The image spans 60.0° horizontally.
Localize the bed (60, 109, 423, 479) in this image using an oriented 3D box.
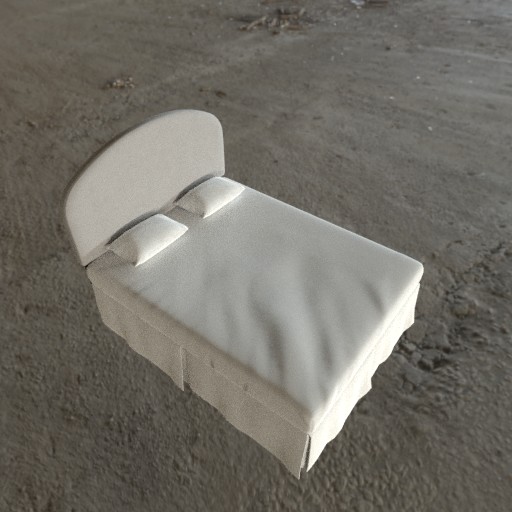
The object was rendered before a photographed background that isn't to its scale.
[{"bbox_3d":[0.000,0.000,3.058,2.005,1.410,1.607,27,49,27],"label":"bed"}]
